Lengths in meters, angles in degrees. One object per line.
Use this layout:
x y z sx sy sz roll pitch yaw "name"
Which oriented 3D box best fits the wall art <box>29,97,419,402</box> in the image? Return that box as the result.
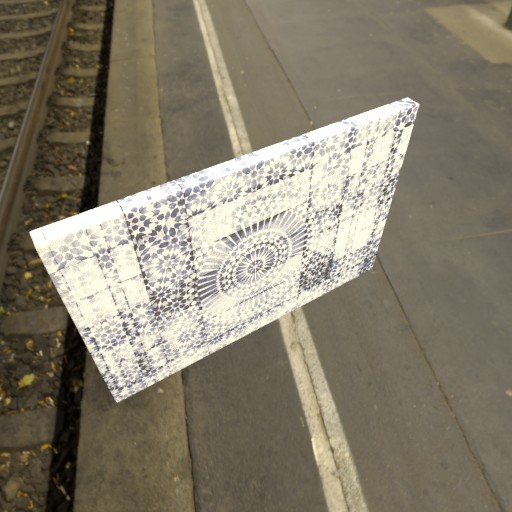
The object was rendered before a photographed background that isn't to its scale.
0.000 0.000 0.766 0.608 0.406 0.030 -25 52 -21 "wall art"
